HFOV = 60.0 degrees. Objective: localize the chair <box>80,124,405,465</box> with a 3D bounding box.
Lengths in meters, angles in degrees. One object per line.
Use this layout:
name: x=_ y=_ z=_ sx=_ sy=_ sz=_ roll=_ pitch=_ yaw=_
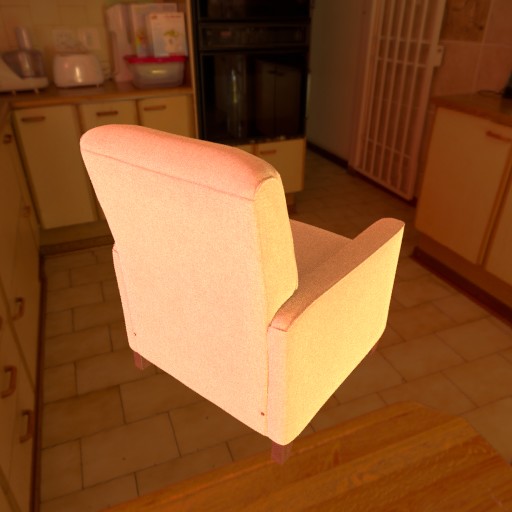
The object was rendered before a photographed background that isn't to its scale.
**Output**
chair: x=0.000 y=0.000 z=1.640 sx=0.845 sy=1.023 sz=0.859 roll=21 pitch=36 yaw=32
